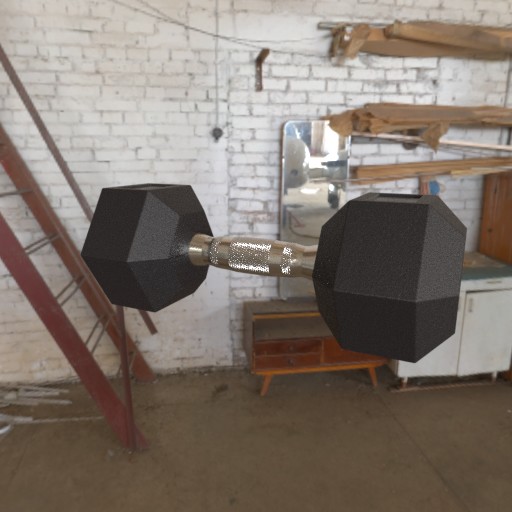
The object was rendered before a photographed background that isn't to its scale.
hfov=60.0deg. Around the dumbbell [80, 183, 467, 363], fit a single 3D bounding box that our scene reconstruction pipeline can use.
[{"bbox_3d":[0.000,0.000,0.422,0.356,0.123,0.141,7,15,25],"label":"dumbbell"}]
